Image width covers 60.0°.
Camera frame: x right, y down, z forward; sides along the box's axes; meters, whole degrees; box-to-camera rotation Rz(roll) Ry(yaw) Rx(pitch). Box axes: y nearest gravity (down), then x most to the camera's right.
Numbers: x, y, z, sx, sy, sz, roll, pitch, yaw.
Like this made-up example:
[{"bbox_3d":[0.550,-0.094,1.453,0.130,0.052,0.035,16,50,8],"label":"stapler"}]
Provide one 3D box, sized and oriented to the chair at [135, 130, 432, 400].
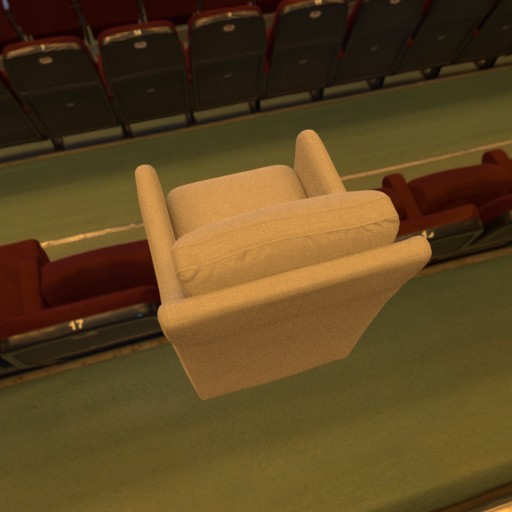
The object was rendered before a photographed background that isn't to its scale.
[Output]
[{"bbox_3d":[0.000,0.000,1.398,0.626,0.914,0.694,-14,59,-9],"label":"chair"}]
